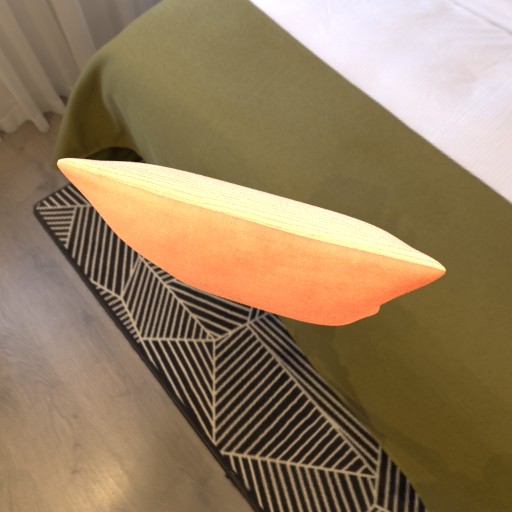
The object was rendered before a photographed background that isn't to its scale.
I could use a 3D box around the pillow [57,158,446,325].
[{"bbox_3d":[0.000,0.000,0.656,0.424,0.401,0.177,16,64,8],"label":"pillow"}]
